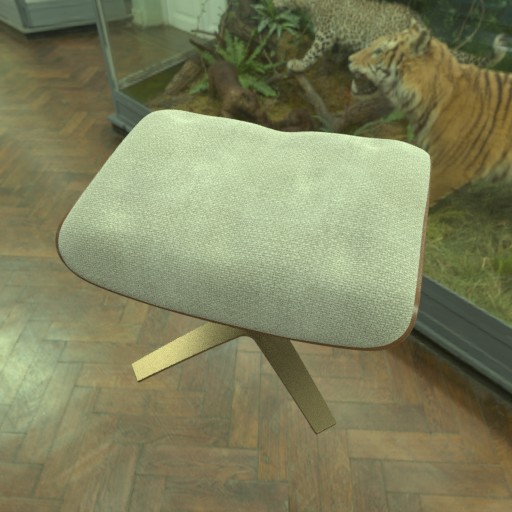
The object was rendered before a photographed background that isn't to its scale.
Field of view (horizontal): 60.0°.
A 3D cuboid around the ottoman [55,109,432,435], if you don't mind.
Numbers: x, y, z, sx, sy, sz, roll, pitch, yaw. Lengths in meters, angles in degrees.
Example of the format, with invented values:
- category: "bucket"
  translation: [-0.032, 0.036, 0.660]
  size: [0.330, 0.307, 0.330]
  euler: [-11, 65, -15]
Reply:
- category: "ottoman"
  translation: [0.000, 0.000, 0.798]
  size: [0.520, 0.391, 0.394]
  euler: [12, 43, 13]
